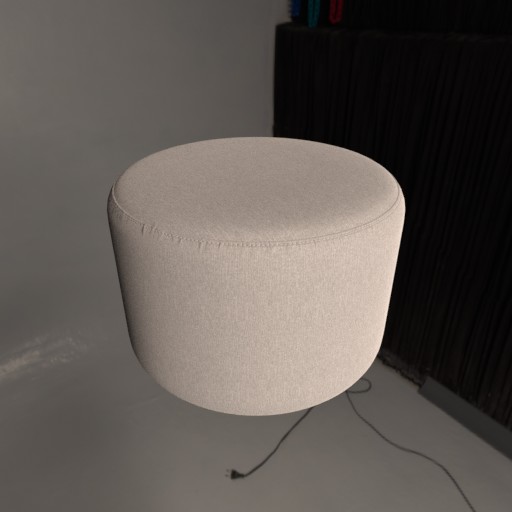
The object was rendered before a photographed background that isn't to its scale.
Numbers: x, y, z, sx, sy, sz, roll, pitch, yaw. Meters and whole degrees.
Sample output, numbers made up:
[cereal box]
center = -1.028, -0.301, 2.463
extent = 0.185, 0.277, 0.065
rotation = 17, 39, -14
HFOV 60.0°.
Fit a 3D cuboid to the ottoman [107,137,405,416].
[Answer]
[ottoman]
center = 0.000, 0.000, 1.014
extent = 0.608, 0.433, 0.608
rotation = 0, 30, 0
